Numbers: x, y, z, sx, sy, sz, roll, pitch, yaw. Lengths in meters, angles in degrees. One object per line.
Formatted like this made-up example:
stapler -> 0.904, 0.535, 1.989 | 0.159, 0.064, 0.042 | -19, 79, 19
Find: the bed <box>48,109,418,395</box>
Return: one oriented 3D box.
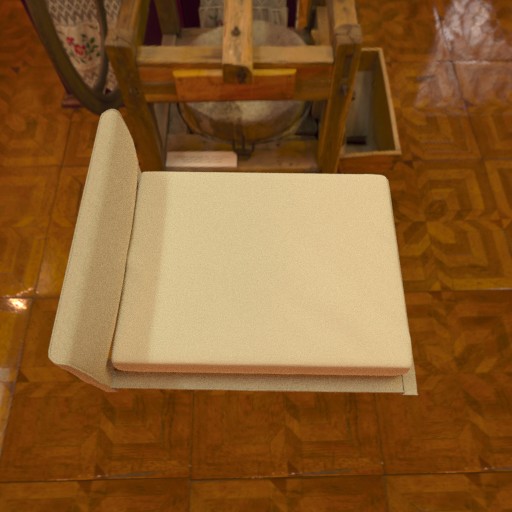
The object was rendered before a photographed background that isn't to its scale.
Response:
bed -> 0.000, 0.000, 3.489 | 2.498, 1.126, 1.980 | 1, 64, 0
